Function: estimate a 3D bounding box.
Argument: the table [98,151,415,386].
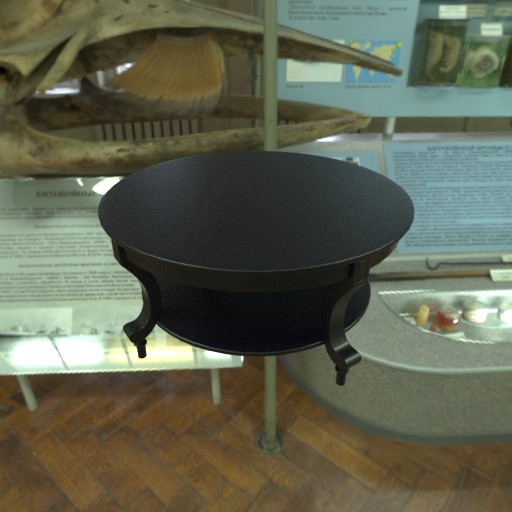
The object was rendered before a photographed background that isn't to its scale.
[{"bbox_3d":[0.000,0.000,1.620,1.029,0.491,1.029,0,29,0],"label":"table"}]
